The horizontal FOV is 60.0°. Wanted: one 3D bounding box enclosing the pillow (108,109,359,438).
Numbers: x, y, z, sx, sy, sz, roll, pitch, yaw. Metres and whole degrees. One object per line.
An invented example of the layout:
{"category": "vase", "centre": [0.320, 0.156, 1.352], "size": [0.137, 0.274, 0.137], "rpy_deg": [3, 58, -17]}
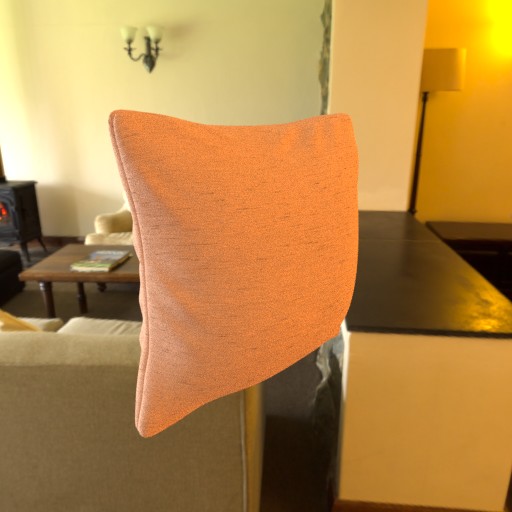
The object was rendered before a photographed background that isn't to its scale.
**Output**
{"category": "pillow", "centre": [0.000, 0.000, 0.668], "size": [0.432, 0.415, 0.246], "rpy_deg": [-16, 23, -41]}
